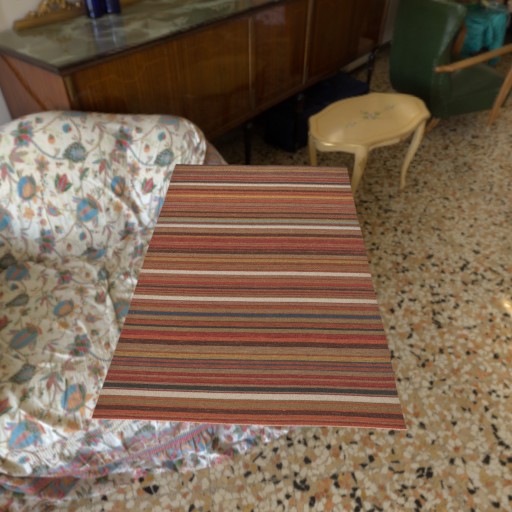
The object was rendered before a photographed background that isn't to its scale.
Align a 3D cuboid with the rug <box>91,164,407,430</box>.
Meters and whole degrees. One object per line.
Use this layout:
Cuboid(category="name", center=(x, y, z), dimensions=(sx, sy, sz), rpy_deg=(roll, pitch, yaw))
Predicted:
Cuboid(category="rug", center=(0.000, 0.000, 3.037), dimensions=(1.523, 0.008, 2.438), rpy_deg=(1, 42, 1))
